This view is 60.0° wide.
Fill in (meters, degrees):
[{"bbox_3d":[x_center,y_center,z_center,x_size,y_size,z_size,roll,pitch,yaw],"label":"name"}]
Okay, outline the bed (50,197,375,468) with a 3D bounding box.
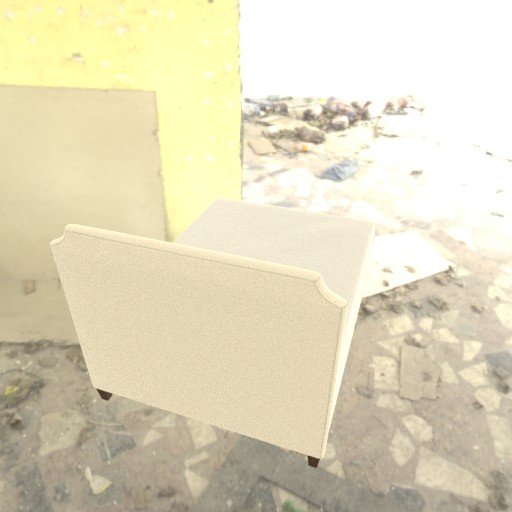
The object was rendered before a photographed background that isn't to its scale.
[{"bbox_3d":[0.000,0.000,3.542,1.712,1.497,2.372,11,35,16],"label":"bed"}]
